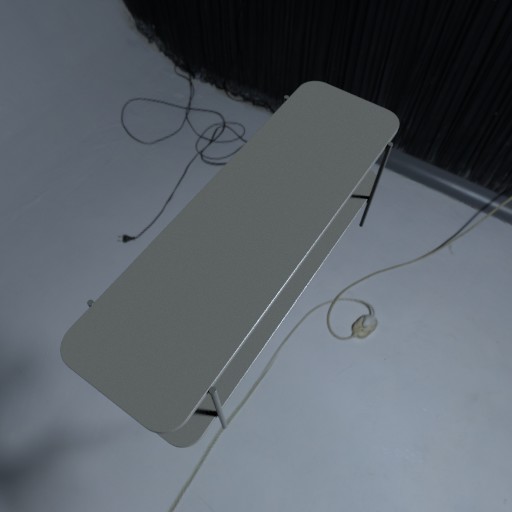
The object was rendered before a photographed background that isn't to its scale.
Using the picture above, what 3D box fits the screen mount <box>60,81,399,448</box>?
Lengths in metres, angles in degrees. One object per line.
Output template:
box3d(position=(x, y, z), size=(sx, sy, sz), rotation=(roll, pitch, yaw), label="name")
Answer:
box3d(position=(0.000, 0.000, 1.436), size=(0.400, 0.447, 1.200), rotation=(30, 64, 17), label="screen mount")
